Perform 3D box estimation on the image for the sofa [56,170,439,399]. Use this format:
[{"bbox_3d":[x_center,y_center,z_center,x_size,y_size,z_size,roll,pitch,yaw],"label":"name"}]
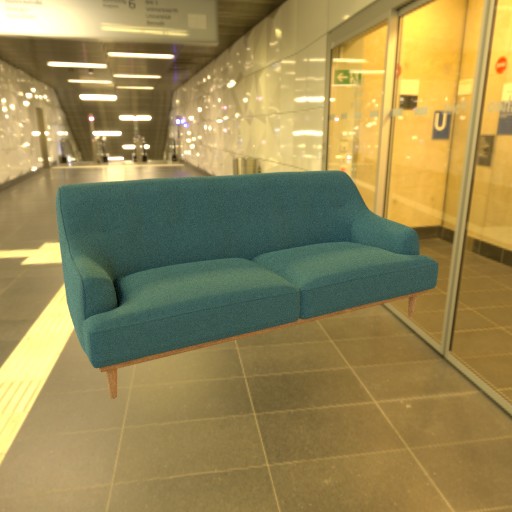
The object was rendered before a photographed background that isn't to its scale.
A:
[{"bbox_3d":[0.000,0.000,2.607,2.057,0.871,0.978,-9,18,-28],"label":"sofa"}]
